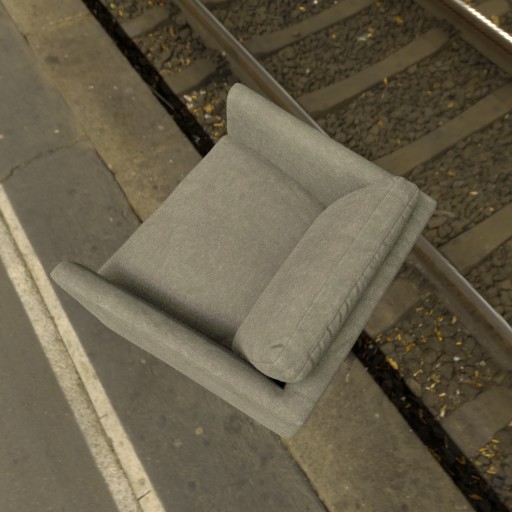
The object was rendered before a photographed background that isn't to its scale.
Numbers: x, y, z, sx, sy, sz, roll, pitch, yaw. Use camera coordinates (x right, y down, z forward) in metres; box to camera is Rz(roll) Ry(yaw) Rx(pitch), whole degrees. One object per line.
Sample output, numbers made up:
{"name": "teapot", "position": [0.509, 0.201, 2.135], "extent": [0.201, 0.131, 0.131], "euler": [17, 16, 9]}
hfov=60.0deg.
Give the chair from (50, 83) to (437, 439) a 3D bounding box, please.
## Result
{"name": "chair", "position": [0.000, 0.000, 1.930], "extent": [1.091, 0.845, 1.190], "euler": [32, 68, 14]}
